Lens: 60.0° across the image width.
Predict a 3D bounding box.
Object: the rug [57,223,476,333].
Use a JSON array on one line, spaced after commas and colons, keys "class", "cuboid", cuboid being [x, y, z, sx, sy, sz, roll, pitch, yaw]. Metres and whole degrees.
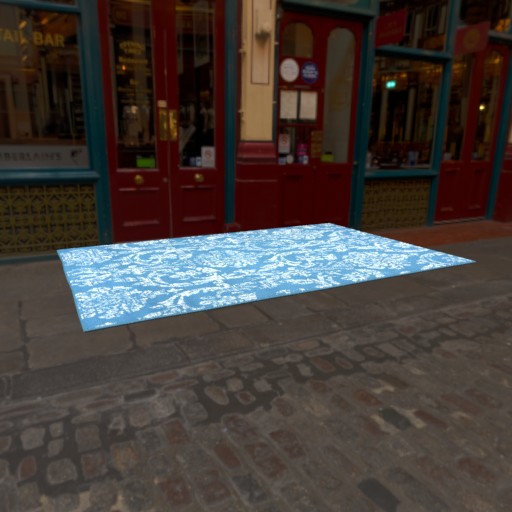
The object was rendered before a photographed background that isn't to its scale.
[{"class": "rug", "cuboid": [0.000, 0.000, 2.312, 1.833, 0.012, 1.211, -7, 16, -26]}]
